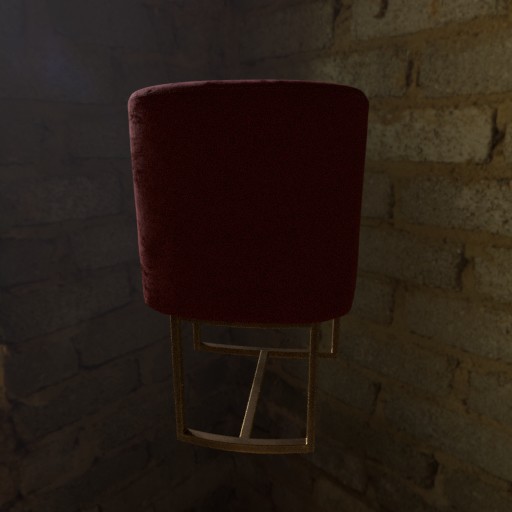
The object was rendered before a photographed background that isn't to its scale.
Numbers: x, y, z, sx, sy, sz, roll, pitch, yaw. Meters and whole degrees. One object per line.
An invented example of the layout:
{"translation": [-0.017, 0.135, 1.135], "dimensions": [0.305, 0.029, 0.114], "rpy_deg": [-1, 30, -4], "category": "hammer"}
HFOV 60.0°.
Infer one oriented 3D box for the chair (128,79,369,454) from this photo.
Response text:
{"translation": [0.000, 0.000, 1.184], "dimensions": [0.530, 0.824, 0.560], "rpy_deg": [2, 15, 7], "category": "chair"}
